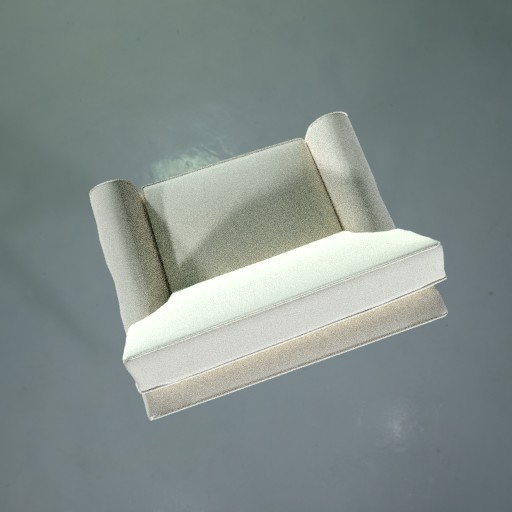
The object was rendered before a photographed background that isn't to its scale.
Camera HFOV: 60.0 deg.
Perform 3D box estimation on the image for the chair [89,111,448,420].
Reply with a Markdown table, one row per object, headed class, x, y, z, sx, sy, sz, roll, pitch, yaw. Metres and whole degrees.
| class | x | y | z | sx | sy | sz | roll | pitch | yaw |
| --- | --- | --- | --- | --- | --- | --- | --- | --- | --- |
| chair | 0.000 | 0.000 | 1.742 | 1.099 | 0.958 | 0.904 | -18 | 76 | -5 |
